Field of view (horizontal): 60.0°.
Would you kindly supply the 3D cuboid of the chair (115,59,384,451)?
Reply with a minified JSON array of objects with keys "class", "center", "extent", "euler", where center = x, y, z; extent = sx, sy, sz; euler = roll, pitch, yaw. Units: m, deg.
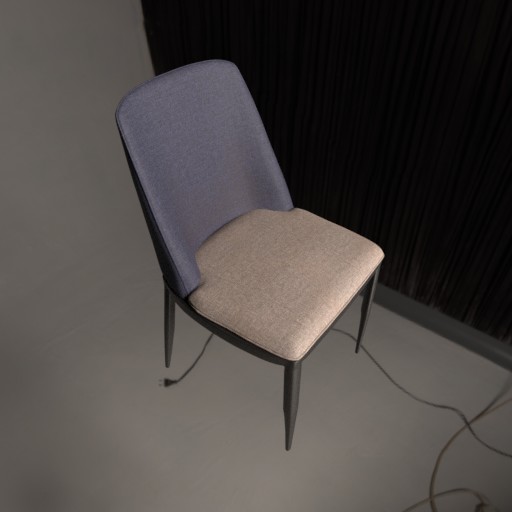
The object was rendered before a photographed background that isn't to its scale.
[{"class":"chair","center":[0.000,0.000,1.171],"extent":[0.551,0.839,0.480],"euler":[27,48,27]}]
